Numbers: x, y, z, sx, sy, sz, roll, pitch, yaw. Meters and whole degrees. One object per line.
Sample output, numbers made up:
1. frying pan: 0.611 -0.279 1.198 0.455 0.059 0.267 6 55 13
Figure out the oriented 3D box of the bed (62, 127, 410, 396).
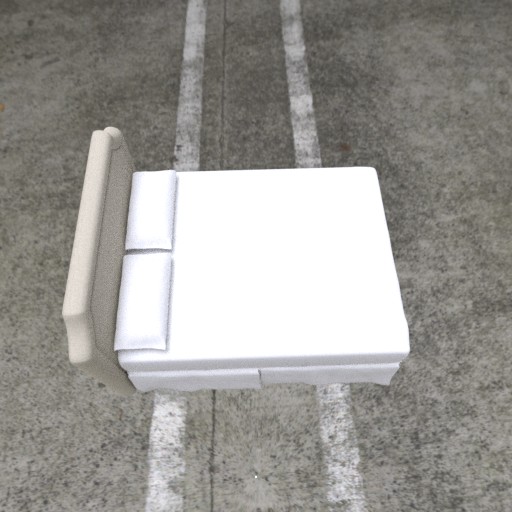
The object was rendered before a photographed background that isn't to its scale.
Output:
1. bed: 0.000 0.000 3.198 2.116 1.290 1.693 -2 64 -1
